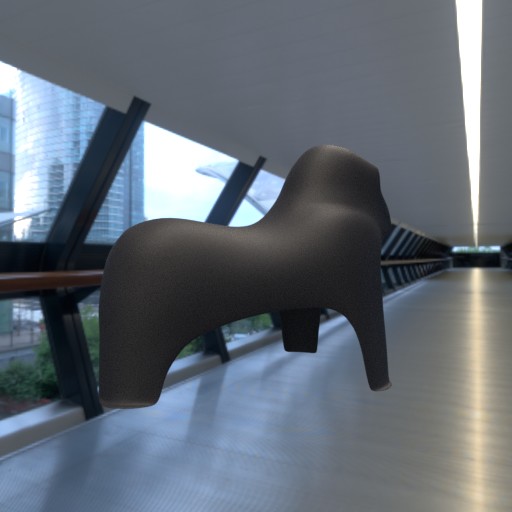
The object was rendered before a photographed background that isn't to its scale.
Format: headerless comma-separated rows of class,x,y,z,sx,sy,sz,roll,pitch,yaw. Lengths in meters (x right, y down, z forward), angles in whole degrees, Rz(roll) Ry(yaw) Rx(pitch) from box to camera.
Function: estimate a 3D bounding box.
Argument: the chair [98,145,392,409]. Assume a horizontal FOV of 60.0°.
chair,0.000,0.000,1.137,0.758,0.600,0.490,1,-2,-19
